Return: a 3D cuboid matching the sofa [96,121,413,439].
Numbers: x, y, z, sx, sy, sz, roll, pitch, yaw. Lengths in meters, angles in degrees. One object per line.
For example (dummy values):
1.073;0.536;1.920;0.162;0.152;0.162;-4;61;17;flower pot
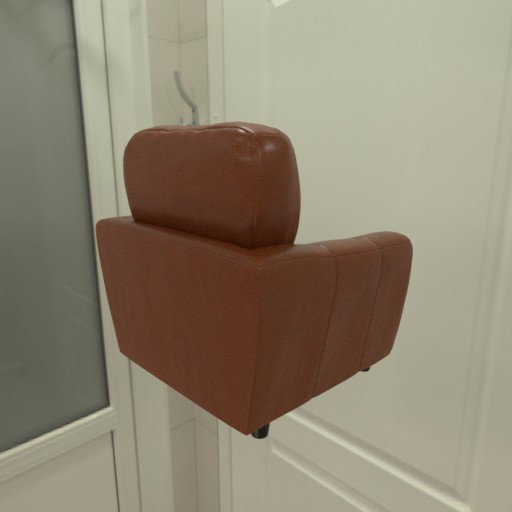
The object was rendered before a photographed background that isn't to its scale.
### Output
0.000;0.000;1.554;0.789;0.876;0.836;-13;19;-43;sofa
